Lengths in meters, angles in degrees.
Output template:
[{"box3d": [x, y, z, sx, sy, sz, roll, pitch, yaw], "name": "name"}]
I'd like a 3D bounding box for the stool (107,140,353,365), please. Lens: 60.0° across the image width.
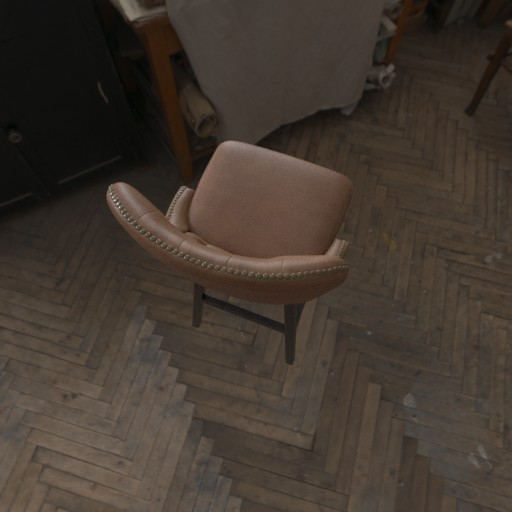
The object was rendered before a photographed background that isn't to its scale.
[{"box3d": [0.000, 0.000, 1.393, 0.528, 1.050, 0.601, 20, 66, 9], "name": "stool"}]
